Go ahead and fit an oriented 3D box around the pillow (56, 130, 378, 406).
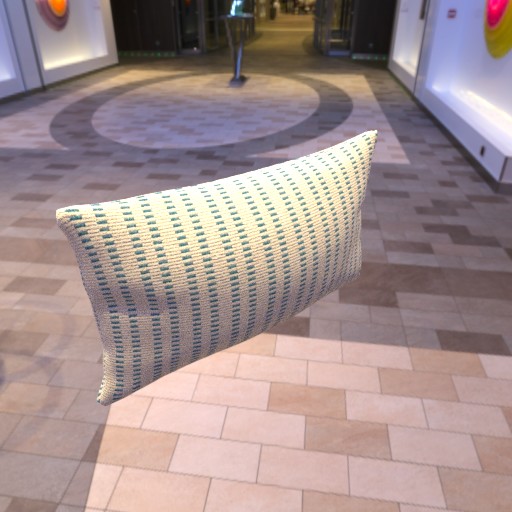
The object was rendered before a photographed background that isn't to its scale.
[{"bbox_3d":[0.000,0.000,0.804,0.640,0.353,0.210,-22,37,-33],"label":"pillow"}]
